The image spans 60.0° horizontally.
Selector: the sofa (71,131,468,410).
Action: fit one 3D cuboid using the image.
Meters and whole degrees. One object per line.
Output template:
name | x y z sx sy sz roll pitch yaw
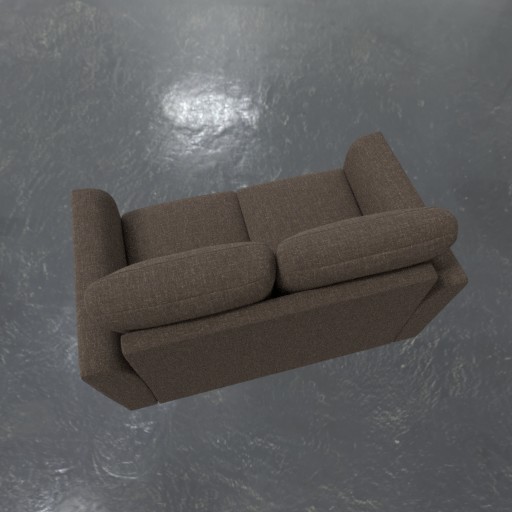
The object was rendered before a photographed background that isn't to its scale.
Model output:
sofa | 0.000 0.000 1.918 1.423 0.885 0.851 -13 59 -8
